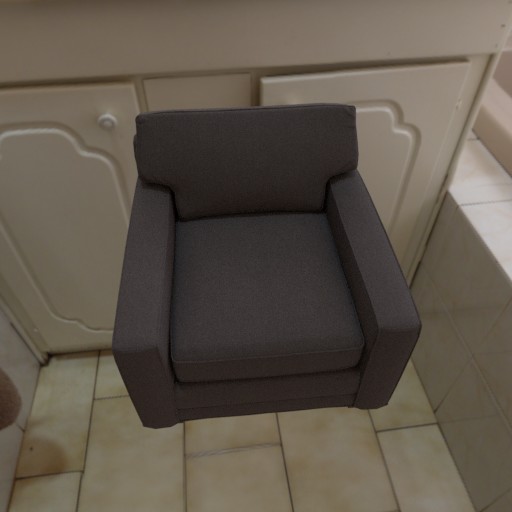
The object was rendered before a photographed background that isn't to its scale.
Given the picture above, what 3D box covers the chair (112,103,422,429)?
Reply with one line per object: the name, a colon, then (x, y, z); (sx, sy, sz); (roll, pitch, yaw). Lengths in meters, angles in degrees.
chair: (0.000, 0.000, 1.832); (0.997, 0.913, 1.043); (-4, 46, -4)
